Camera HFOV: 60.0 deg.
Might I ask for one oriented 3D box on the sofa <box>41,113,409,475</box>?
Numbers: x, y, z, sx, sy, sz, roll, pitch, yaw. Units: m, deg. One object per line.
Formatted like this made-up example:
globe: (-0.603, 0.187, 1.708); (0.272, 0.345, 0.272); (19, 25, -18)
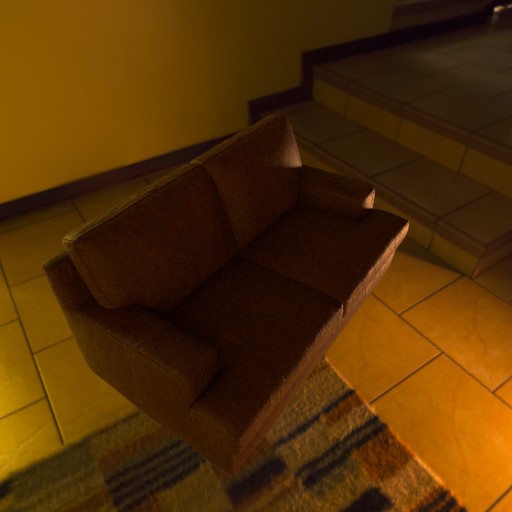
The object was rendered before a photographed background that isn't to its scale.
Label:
sofa: (0.000, 0.000, 2.497); (1.143, 0.939, 1.880); (25, 47, 26)
